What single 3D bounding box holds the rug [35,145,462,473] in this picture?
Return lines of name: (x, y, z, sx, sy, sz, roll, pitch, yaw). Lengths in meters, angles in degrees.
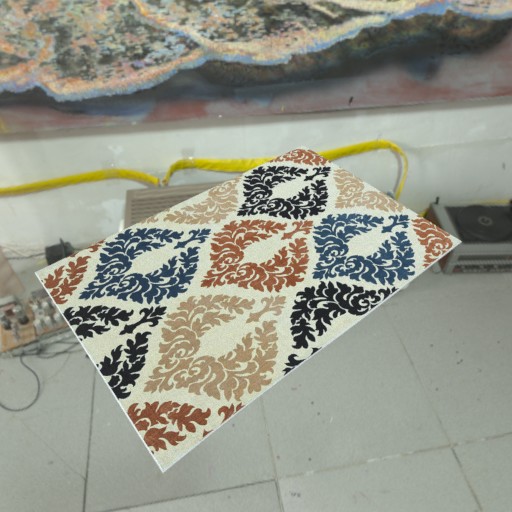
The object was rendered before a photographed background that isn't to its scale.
rug: (0.000, 0.000, 2.814, 2.275, 0.014, 1.514, -31, 53, -26)
